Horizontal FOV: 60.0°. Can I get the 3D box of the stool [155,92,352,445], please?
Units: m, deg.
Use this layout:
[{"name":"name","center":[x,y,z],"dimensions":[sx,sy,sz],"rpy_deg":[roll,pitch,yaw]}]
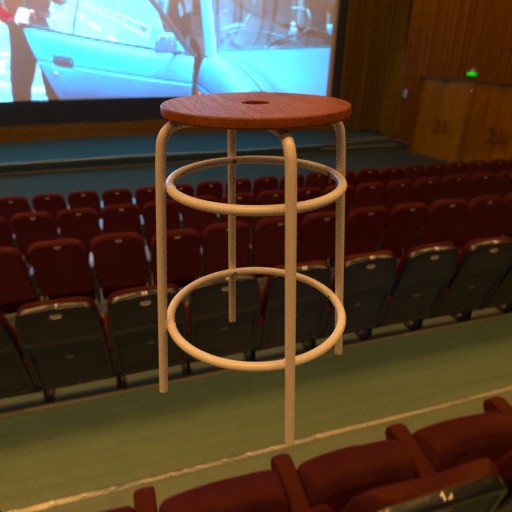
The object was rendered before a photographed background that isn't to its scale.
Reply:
[{"name":"stool","center":[0.000,0.000,0.924],"dimensions":[0.455,0.610,0.455],"rpy_deg":[-8,27,-16]}]
